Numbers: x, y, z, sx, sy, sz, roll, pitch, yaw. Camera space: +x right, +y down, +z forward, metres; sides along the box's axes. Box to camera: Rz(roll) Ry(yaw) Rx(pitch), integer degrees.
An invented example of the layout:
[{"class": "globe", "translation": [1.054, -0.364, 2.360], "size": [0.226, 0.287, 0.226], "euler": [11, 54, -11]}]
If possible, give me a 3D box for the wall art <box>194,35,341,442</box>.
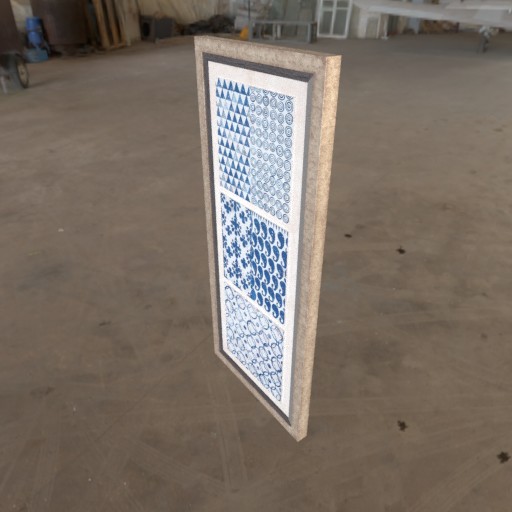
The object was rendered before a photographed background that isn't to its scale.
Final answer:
[{"class": "wall art", "translation": [0.000, 0.000, 1.686], "size": [0.051, 1.461, 0.648], "euler": [-21, 37, -30]}]
